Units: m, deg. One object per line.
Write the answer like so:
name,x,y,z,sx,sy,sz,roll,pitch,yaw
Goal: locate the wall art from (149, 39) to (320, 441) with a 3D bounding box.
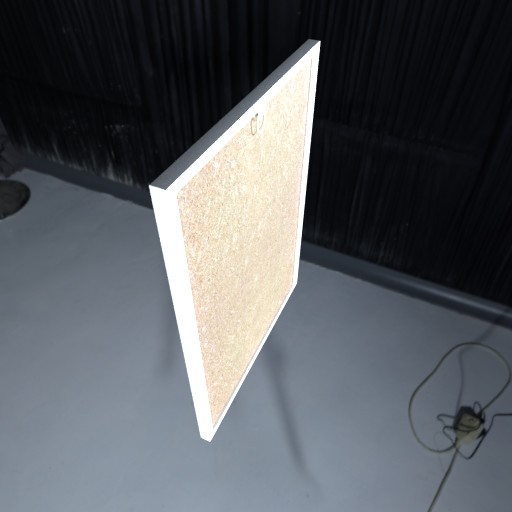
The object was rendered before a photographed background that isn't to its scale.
wall art,0.000,0.000,1.408,0.042,1.056,0.805,18,48,18
